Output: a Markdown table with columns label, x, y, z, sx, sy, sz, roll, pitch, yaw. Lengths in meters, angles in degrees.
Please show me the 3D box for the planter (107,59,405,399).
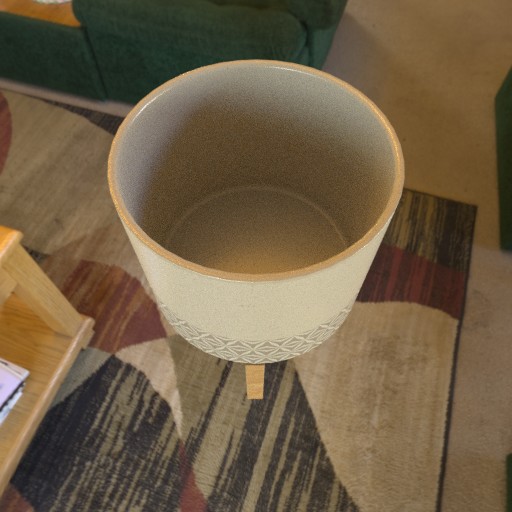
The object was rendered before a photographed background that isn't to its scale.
| label | x | y | z | sx | sy | sz | roll | pitch | yaw |
| --- | --- | --- | --- | --- | --- | --- | --- | --- | --- |
| planter | 0.000 | 0.000 | 0.521 | 0.249 | 0.343 | 0.249 | 0 | 59 | 0 |
